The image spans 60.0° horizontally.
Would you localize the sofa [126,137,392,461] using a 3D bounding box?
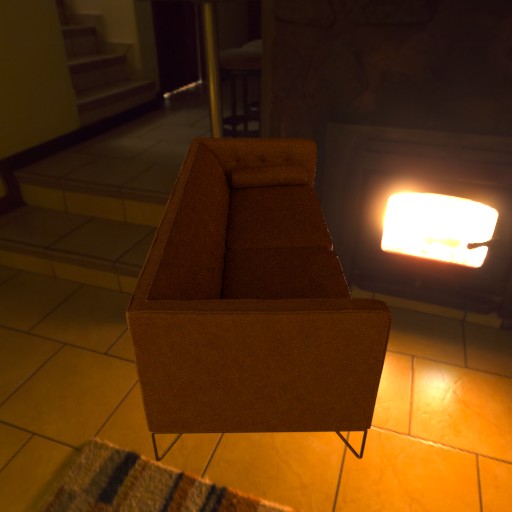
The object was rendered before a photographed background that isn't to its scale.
[{"bbox_3d":[0.000,0.000,2.545,0.912,0.798,2.079,0,31,-1],"label":"sofa"}]
